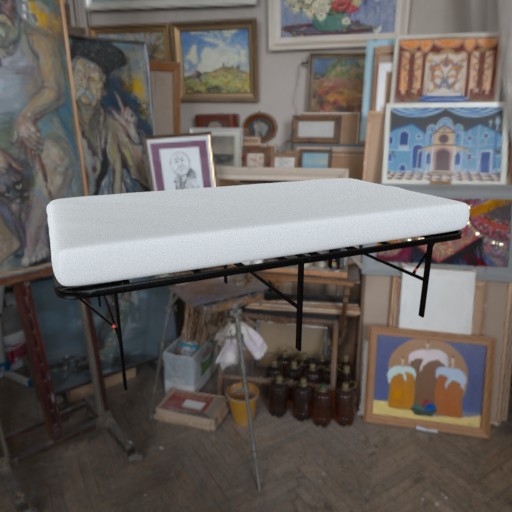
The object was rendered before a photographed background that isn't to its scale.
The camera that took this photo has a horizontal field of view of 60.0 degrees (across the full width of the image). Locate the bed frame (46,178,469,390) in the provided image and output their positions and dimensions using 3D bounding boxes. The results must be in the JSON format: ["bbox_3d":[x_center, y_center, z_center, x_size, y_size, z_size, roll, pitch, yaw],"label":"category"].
[{"bbox_3d":[0.000,0.000,2.290,1.903,0.619,0.989,-8,20,-24],"label":"bed frame"}]
